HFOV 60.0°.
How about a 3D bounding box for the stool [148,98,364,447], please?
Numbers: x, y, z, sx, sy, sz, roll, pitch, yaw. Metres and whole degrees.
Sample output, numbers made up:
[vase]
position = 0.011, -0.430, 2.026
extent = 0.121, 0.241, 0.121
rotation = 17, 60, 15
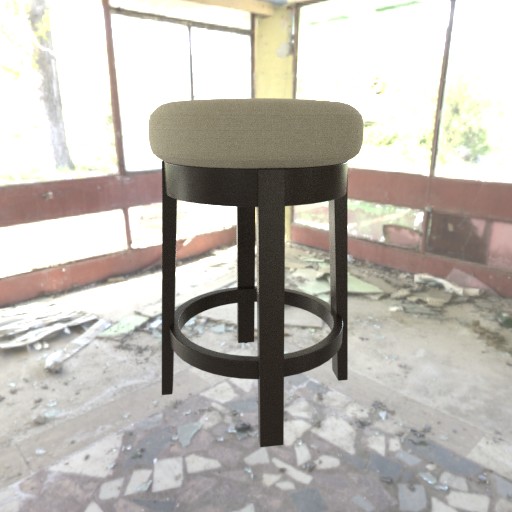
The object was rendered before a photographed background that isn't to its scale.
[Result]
[stool]
position = 0.000, 0.000, 0.986
extent = 0.449, 0.655, 0.449
rotation = 0, 17, 0
